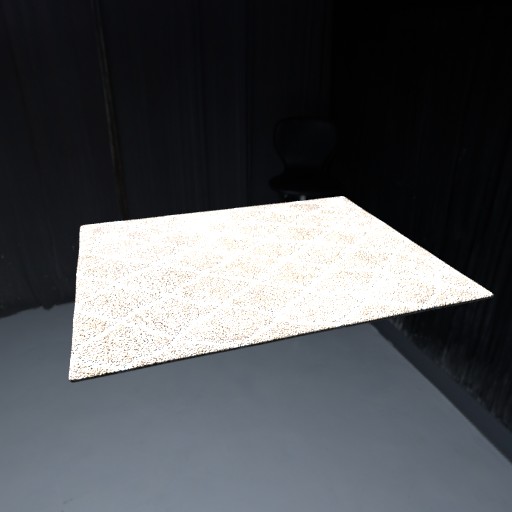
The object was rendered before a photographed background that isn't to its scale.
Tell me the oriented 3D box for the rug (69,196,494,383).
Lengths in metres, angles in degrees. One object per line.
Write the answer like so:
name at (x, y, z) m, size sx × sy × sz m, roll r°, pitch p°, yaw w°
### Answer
rug at (0.000, 0.000, 3.994) m, size 3.047 × 0.029 × 2.438 m, roll -8°, pitch 28°, yaw -16°
